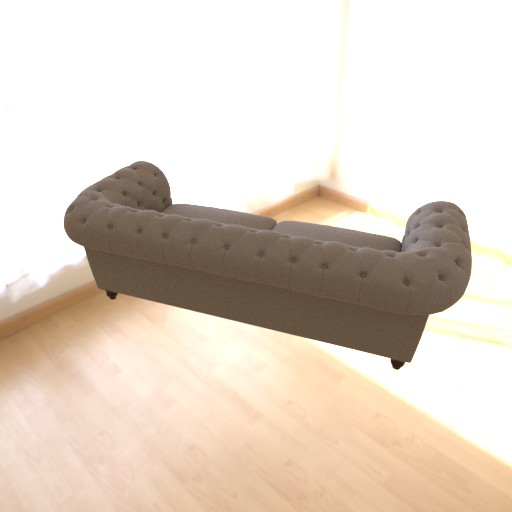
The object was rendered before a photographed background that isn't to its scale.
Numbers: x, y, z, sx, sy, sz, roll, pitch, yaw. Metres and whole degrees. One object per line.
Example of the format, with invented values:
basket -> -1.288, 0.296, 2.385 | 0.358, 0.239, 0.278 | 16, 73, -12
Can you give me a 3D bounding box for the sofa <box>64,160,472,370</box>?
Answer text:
sofa -> 0.000, 0.000, 2.800 | 2.411, 0.749, 0.991 | 11, 33, 17
